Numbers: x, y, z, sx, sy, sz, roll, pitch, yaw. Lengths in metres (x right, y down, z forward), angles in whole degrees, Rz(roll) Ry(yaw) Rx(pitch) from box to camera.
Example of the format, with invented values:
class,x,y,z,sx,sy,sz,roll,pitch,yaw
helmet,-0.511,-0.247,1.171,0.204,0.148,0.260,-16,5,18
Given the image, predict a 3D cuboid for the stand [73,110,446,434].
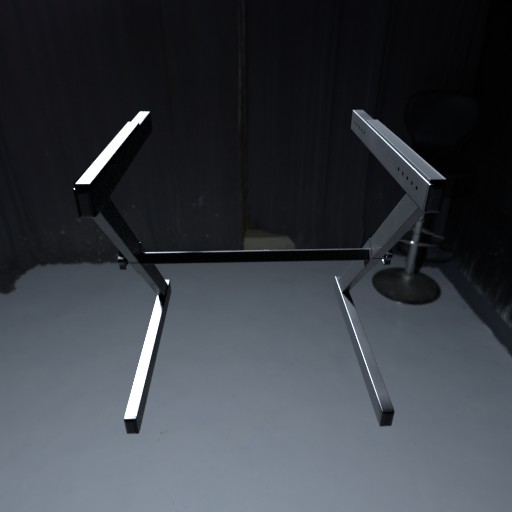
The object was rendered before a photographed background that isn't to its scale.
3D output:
class,x,y,z,sx,sy,sz,roll,pitch,yaw
stand,0.000,0.000,1.138,0.700,0.617,0.586,-1,30,-2
